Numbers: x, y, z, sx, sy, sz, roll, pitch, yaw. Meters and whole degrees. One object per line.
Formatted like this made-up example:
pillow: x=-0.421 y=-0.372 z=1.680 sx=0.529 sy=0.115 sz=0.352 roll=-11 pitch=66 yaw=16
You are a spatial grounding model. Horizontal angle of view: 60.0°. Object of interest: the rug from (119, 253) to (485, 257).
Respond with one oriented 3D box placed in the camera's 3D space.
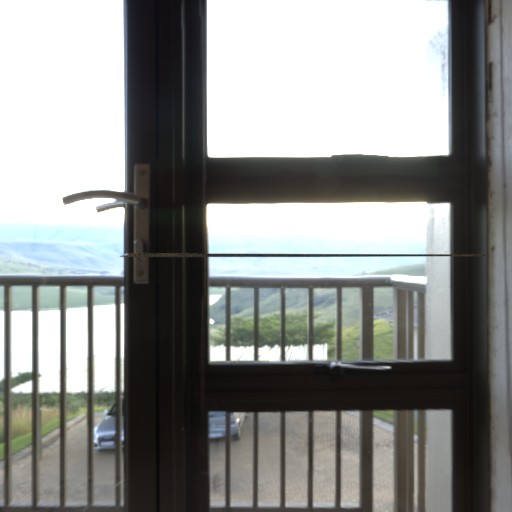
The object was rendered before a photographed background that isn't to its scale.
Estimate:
rug: x=0.000 y=0.000 z=4.212 sx=2.441 sy=0.013 sz=3.056 roll=0 pitch=0 yaw=-18
